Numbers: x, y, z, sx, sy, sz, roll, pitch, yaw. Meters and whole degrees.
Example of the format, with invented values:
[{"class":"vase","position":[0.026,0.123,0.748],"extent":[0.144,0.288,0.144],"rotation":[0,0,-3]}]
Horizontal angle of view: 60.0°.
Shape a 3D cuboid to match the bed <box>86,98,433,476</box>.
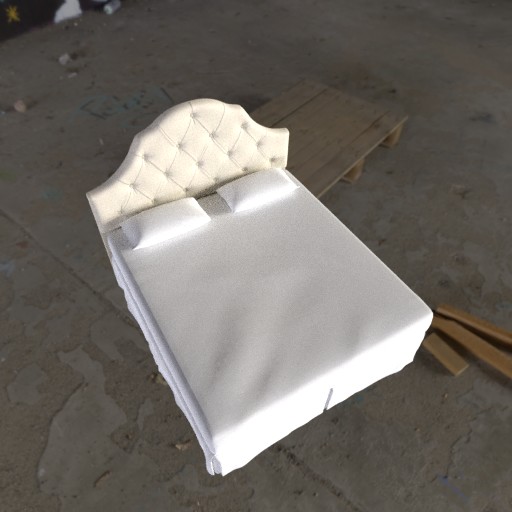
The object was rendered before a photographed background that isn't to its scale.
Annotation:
[{"class":"bed","position":[0.000,0.000,3.524],"extent":[2.008,1.615,2.214],"rotation":[-23,52,-20]}]
